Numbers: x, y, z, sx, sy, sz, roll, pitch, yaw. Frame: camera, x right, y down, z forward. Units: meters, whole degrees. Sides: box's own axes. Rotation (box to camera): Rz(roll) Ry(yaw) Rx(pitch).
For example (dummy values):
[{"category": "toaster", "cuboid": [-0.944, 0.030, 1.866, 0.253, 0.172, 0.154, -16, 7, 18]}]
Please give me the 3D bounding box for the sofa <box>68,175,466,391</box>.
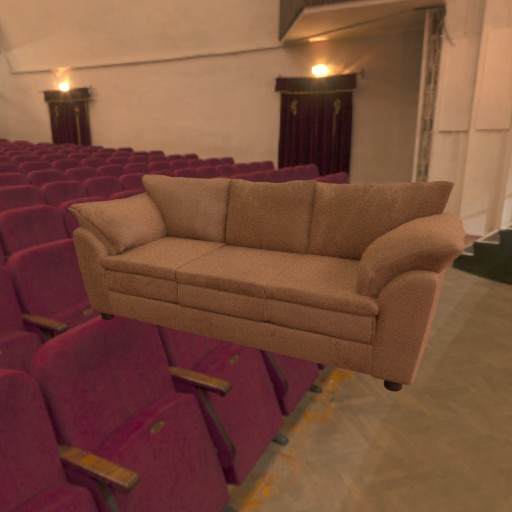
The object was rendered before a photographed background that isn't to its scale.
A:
[{"category": "sofa", "cuboid": [0.000, 0.000, 2.794, 2.377, 0.981, 0.893, 8, 17, 27]}]
